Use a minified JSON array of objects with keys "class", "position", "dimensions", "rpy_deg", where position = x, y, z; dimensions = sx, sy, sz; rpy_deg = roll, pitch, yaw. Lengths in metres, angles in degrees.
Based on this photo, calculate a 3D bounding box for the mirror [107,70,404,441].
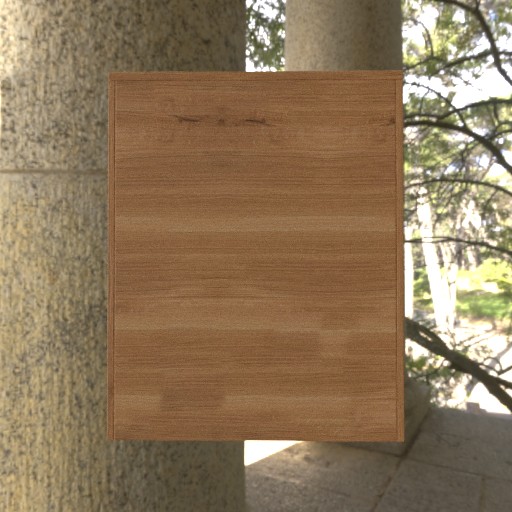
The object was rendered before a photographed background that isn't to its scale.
[{"class":"mirror","position":[0.000,0.000,1.396],"dimensions":[0.800,1.000,0.400],"rpy_deg":[0,-1,1]}]
